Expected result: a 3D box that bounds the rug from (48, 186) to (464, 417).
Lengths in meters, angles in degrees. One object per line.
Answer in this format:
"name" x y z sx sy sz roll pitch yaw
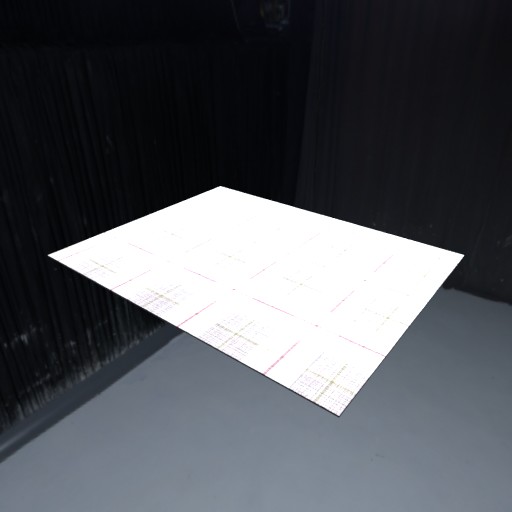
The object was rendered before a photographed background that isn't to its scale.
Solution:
"rug" 0.000 0.000 4.003 2.959 0.016 2.317 21 35 33
